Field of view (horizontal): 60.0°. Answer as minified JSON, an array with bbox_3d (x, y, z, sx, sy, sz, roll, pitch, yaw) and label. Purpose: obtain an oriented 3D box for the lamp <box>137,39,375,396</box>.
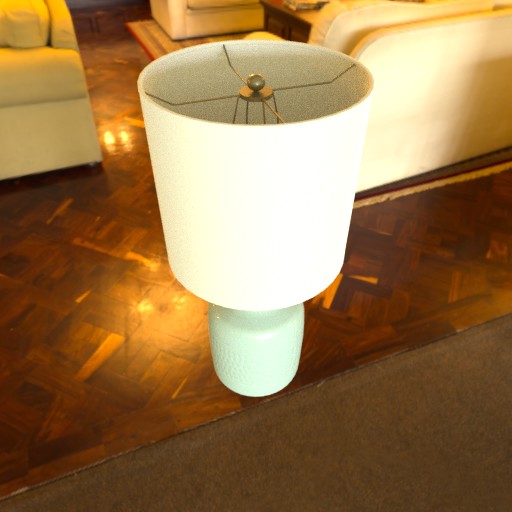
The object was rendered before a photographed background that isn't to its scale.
[{"bbox_3d":[0.000,0.000,1.083,0.418,0.871,0.418,13,43,14],"label":"lamp"}]
